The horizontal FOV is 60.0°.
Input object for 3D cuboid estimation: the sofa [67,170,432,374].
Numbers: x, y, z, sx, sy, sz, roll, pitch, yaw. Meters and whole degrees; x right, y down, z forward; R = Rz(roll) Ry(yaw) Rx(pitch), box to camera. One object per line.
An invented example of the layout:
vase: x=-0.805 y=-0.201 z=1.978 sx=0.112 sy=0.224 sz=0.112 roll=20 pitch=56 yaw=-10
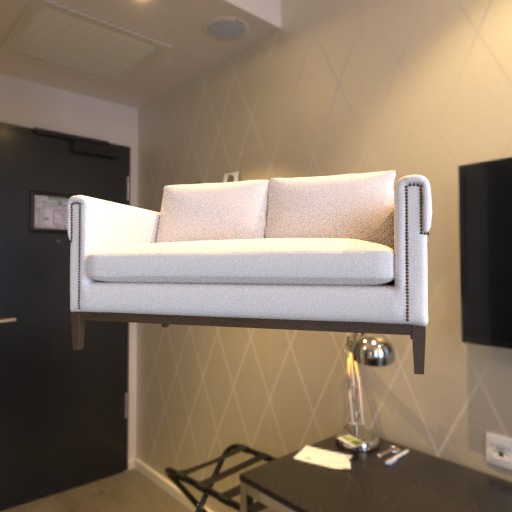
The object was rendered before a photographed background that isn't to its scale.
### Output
sofa: x=0.000 y=0.000 z=2.204 sx=1.598 sy=0.873 sz=0.905 roll=0 pitch=-1 yaw=18
